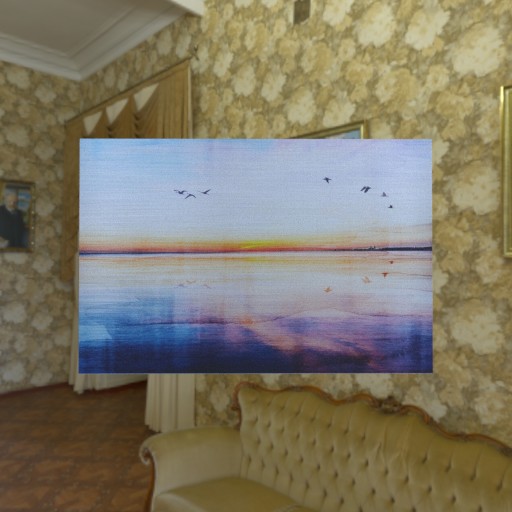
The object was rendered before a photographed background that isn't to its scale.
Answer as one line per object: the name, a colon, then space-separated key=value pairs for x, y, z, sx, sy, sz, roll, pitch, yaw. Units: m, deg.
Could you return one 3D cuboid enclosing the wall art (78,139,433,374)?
wall art: x=0.000 y=0.000 z=1.443 sx=1.137 sy=0.756 sz=0.034 roll=0 pitch=-1 yaw=0
